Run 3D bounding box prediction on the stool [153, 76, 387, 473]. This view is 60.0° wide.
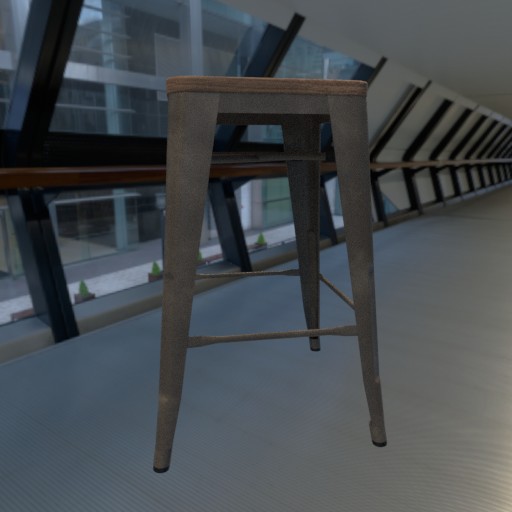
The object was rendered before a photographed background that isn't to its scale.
[{"bbox_3d":[0.000,0.000,0.869,0.407,0.607,0.407,-2,14,-10],"label":"stool"}]
